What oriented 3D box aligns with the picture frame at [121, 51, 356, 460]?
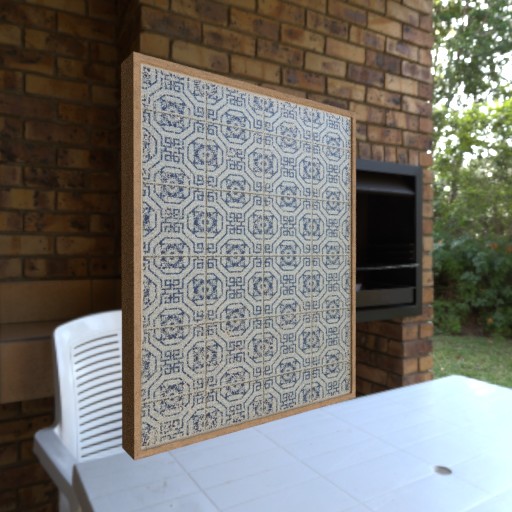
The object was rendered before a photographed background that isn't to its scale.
[{"bbox_3d":[0.000,0.000,0.712,0.421,0.526,0.046,0,1,-36],"label":"picture frame"}]
